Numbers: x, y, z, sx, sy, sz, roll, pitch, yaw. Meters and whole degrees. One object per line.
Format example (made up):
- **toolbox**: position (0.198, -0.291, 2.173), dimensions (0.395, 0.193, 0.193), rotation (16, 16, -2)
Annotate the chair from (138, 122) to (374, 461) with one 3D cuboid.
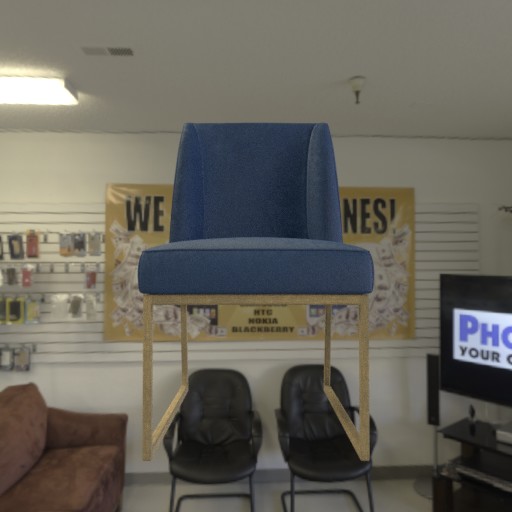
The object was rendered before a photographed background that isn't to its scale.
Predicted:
- **chair**: position (0.000, 0.000, 1.178), dimensions (0.508, 0.863, 0.522), rotation (0, -1, 0)
